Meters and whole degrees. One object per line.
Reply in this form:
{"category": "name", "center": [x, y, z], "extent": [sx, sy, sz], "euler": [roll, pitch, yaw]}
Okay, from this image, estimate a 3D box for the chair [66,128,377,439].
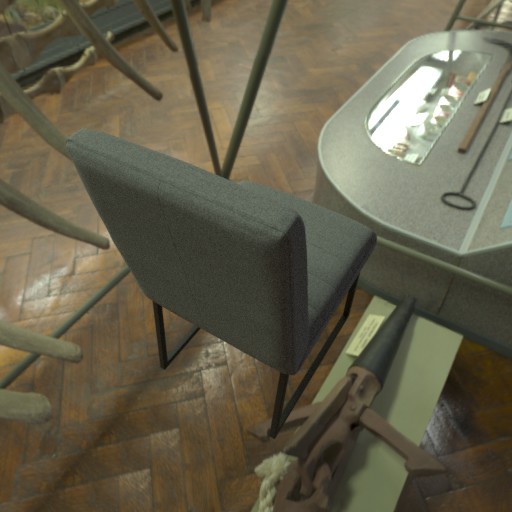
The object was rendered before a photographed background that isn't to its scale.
{"category": "chair", "center": [0.000, 0.000, 1.269], "extent": [0.520, 0.930, 0.634], "euler": [25, 51, 22]}
